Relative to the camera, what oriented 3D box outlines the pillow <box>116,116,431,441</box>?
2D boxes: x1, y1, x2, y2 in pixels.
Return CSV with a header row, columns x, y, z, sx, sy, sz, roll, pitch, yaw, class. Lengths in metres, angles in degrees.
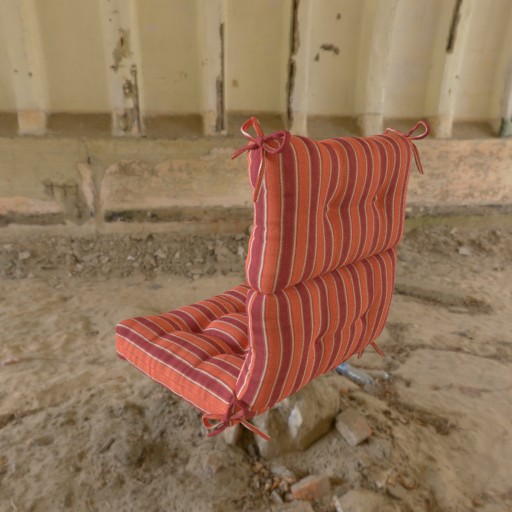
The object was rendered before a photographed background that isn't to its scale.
x,y,z,sx,sy,sz,roll,pitch,yaw,class
0.000,0.000,1.031,0.571,0.605,0.519,15,22,42,pillow
